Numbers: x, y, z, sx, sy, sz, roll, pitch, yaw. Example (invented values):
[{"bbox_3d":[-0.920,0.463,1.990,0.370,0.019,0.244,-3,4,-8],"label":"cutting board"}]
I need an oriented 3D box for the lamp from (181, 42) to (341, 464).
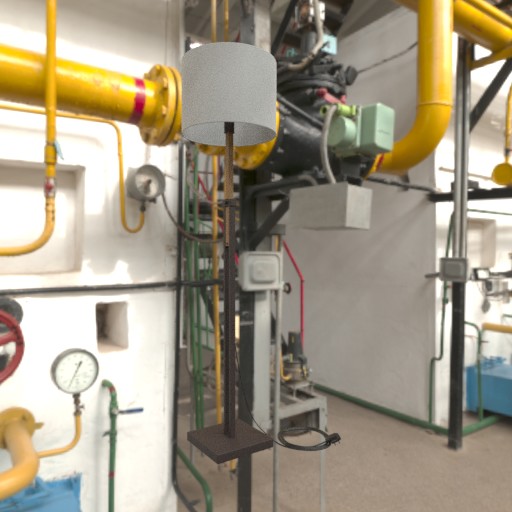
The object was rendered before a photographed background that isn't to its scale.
[{"bbox_3d":[0.000,0.000,1.953,0.639,1.650,0.474,0,1,-35],"label":"lamp"}]
